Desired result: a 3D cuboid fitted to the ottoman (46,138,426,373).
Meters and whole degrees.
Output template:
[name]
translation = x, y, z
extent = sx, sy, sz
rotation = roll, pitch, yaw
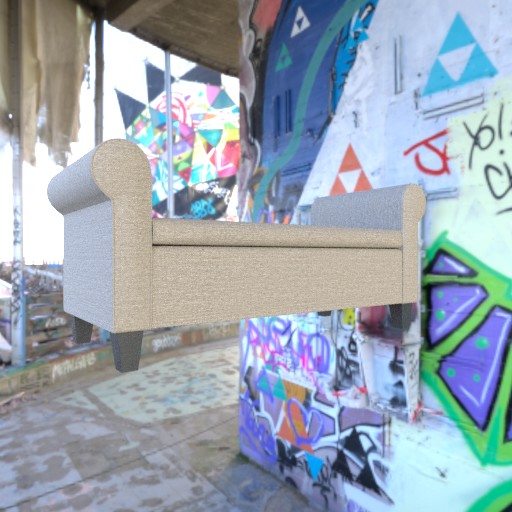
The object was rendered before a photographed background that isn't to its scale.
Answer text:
[ottoman]
translation = 0.000, 0.000, 1.547
extent = 1.256, 0.547, 0.521
rotation = 0, 0, -36
